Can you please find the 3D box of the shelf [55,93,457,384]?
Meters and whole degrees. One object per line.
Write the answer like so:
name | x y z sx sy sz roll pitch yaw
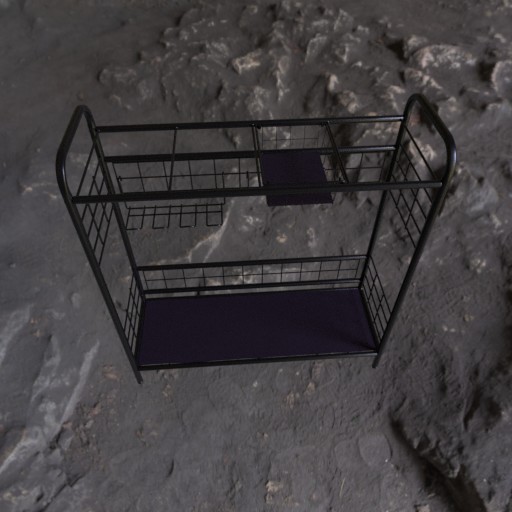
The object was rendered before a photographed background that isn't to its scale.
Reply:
shelf | 0.000 0.000 1.509 0.961 1.026 0.350 -3 47 -3
